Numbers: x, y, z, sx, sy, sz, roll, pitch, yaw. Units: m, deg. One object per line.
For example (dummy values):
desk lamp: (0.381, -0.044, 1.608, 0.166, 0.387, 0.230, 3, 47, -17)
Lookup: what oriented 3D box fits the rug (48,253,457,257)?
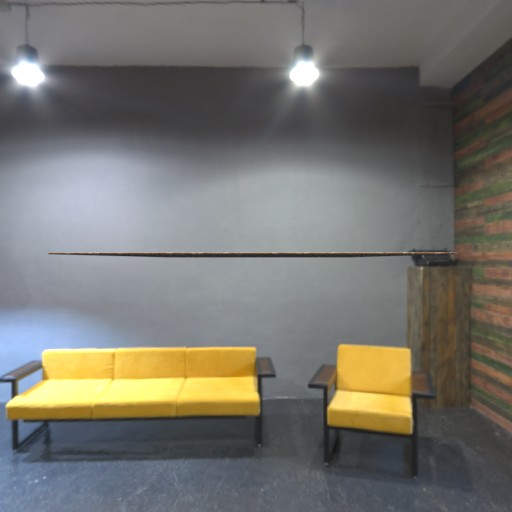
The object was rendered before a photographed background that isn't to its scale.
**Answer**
rug: (0.000, 0.000, 4.300, 2.438, 0.010, 3.353, 0, -1, 1)
